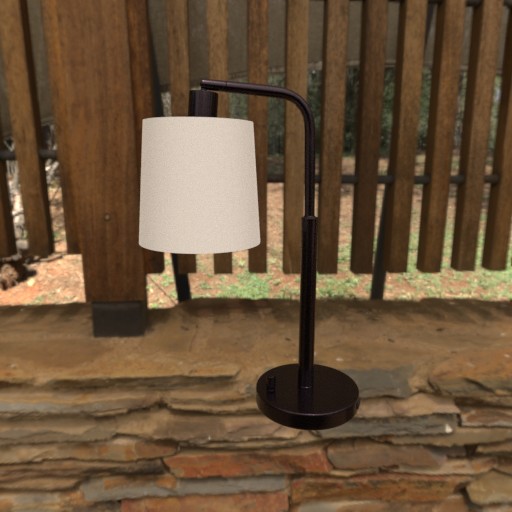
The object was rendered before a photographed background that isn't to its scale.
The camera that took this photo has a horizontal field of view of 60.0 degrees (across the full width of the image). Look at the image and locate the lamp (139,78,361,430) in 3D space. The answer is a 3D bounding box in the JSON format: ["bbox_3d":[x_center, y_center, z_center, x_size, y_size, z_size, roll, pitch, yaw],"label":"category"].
[{"bbox_3d":[0.000,0.000,0.654,0.333,0.489,0.171,-2,13,-9],"label":"lamp"}]
